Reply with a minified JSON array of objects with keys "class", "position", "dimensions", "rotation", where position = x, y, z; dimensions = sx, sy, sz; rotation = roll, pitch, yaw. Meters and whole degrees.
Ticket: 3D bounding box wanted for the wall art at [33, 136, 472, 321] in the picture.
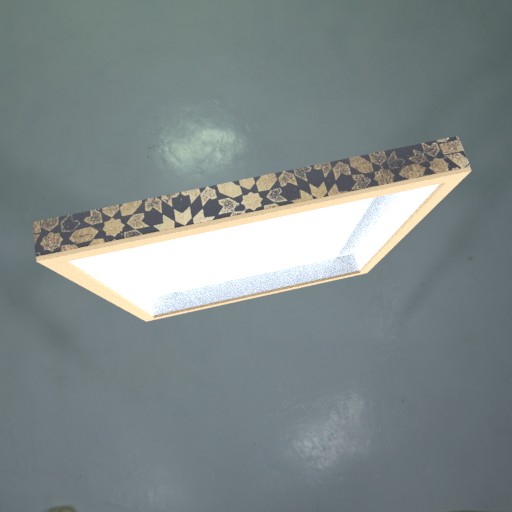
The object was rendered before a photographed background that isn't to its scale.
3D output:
[{"class":"wall art","position":[0.000,0.000,0.601],"dimensions":[0.405,0.405,0.038],"rotation":[-12,74,-3]}]
